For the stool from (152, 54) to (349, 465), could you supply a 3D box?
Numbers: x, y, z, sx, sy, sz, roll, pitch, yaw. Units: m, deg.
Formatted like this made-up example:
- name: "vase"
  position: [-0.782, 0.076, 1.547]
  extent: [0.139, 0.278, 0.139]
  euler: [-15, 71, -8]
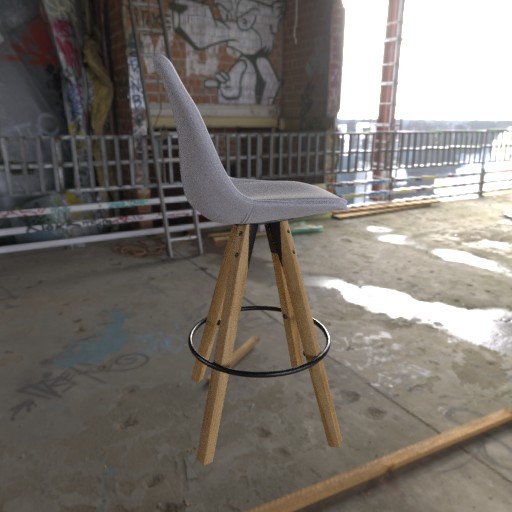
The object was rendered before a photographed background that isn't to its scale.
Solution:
- name: "stool"
  position: [0.000, 0.000, 1.379]
  extent: [0.550, 1.115, 0.484]
  euler: [-3, 17, -10]
